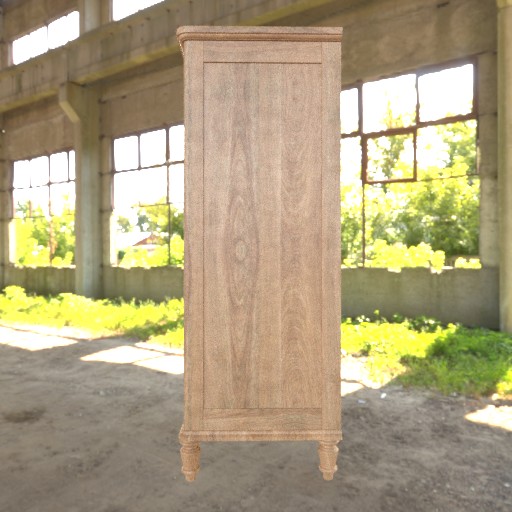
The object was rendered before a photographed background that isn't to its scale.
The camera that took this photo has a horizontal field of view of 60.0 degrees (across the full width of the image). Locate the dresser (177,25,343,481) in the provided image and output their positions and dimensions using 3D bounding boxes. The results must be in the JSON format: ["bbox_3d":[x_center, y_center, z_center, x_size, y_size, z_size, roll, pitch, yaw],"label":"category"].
[{"bbox_3d":[0.000,0.000,1.758,0.484,1.318,0.973,0,0,-1],"label":"dresser"}]
